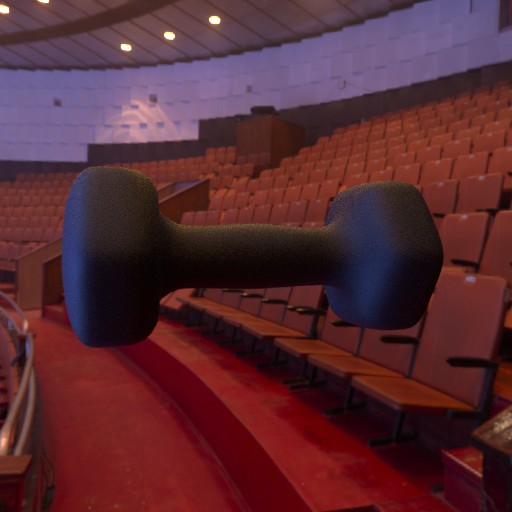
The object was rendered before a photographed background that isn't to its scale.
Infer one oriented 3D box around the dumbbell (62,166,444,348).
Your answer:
[{"bbox_3d":[0.000,0.000,0.290,0.231,0.101,0.112,0,1,-16],"label":"dumbbell"}]
